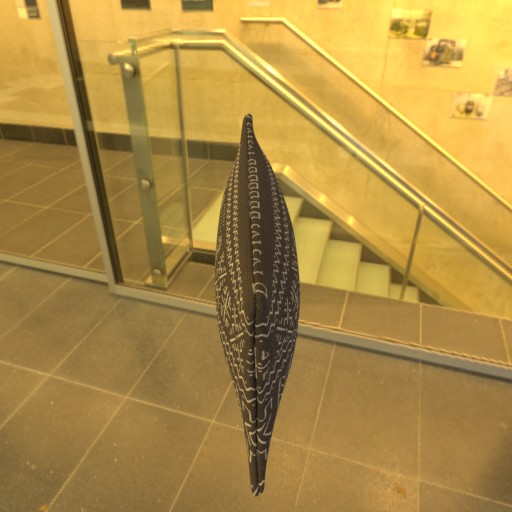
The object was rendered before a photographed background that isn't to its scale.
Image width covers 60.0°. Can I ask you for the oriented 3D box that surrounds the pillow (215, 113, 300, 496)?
[{"bbox_3d":[0.000,0.000,0.769,0.135,0.322,0.667,-1,32,-1],"label":"pillow"}]
